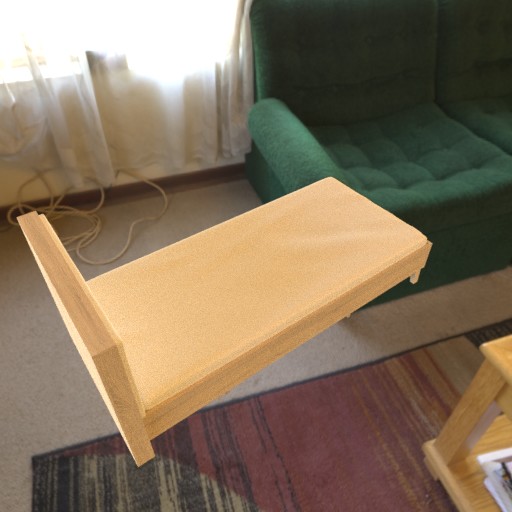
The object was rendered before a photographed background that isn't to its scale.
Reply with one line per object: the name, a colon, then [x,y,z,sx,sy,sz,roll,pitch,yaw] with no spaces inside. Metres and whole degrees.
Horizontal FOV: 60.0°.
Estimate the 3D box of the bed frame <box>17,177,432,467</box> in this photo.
bed frame: [0.000,0.000,2.619,2.140,0.920,0.990,-26,48,-26]
